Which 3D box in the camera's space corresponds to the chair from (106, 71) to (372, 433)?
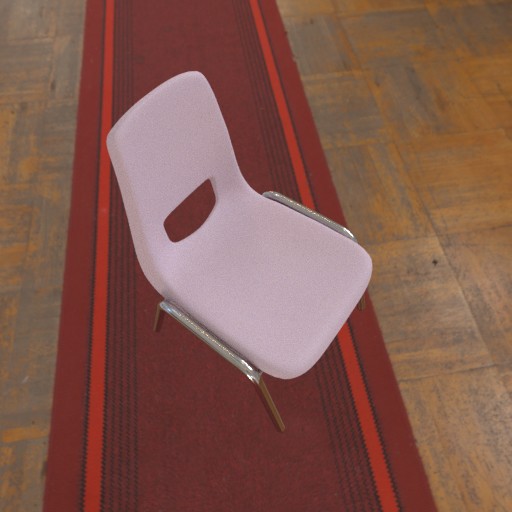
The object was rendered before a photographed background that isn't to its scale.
[{"bbox_3d":[0.000,0.000,0.805,0.385,0.536,0.354,32,62,19],"label":"chair"}]
